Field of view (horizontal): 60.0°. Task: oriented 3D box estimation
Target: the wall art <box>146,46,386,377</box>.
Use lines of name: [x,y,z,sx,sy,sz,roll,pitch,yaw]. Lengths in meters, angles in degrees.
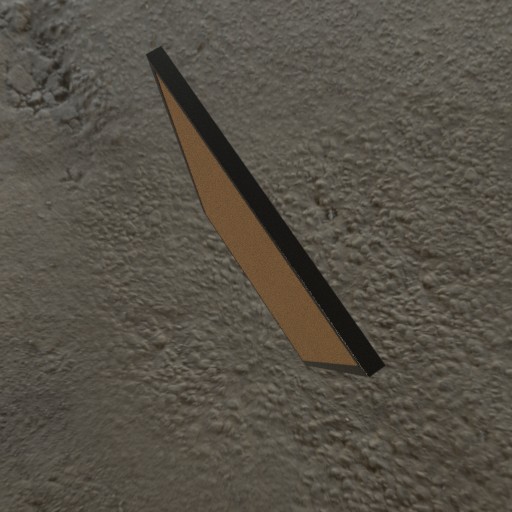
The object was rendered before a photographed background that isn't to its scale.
wall art: [0.000,0.000,1.399,0.039,1.061,0.804,-33,79,-7]
